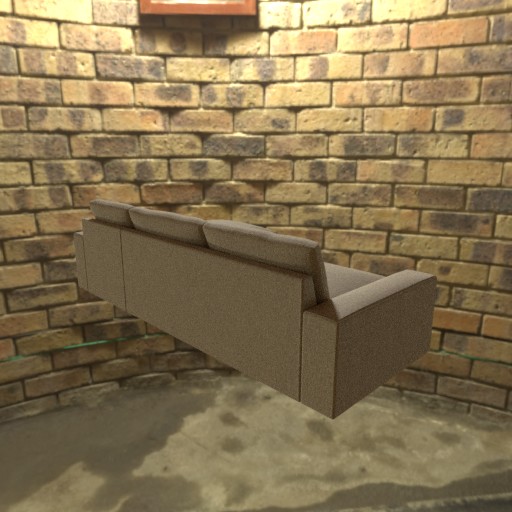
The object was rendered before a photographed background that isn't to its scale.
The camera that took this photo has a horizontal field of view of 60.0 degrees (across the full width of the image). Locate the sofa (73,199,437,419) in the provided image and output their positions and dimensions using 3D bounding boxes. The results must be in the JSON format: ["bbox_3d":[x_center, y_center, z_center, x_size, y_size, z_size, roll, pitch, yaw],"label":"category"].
[{"bbox_3d":[0.000,0.000,3.421,1.689,0.813,2.718,-14,20,-43],"label":"sofa"}]
